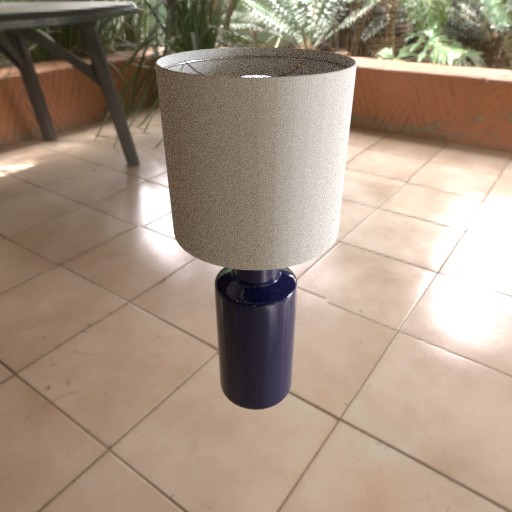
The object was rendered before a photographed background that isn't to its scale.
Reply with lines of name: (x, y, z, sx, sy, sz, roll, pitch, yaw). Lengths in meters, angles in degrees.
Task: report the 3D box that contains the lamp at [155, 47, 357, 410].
lamp: (0.000, 0.000, 0.602, 0.212, 0.493, 0.212, 20, 37, 29)
